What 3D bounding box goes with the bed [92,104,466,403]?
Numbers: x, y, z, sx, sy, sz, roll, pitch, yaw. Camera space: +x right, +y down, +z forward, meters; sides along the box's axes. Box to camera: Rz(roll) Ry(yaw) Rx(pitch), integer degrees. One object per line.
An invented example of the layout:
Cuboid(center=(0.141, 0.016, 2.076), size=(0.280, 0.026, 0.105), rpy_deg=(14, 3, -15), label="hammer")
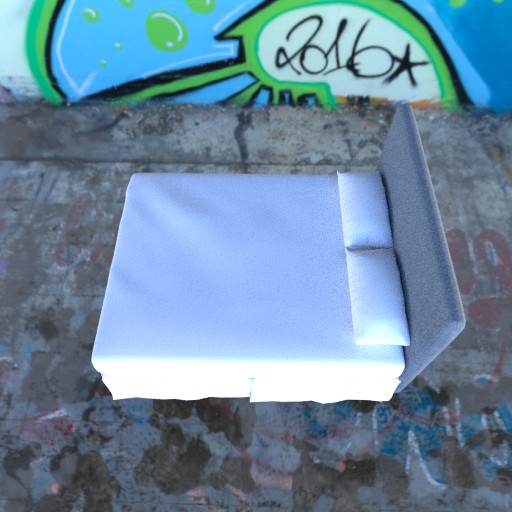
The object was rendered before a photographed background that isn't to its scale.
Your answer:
Cuboid(center=(0.000, 0.000, 3.147), size=(2.142, 1.330, 1.723), rpy_deg=(1, 58, 0), label="bed")
